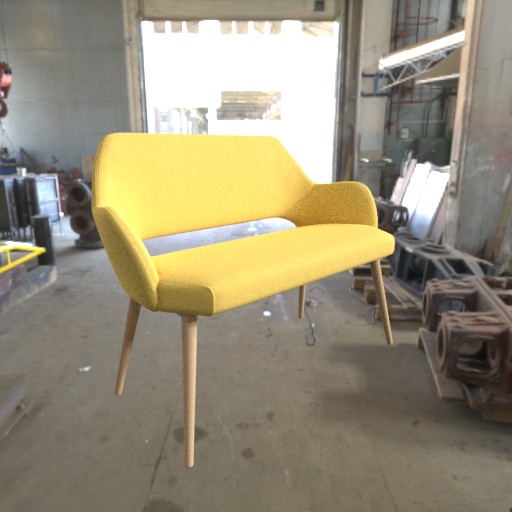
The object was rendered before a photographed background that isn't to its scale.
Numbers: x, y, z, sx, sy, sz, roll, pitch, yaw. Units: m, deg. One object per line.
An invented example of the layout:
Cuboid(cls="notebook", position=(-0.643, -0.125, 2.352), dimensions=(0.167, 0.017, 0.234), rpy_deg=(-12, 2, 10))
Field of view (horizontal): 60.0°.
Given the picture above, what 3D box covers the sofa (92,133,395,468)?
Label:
Cuboid(cls="sofa", position=(0.000, 0.000, 1.570), dimensions=(1.150, 0.840, 0.610), rpy_deg=(-14, 20, -43))
